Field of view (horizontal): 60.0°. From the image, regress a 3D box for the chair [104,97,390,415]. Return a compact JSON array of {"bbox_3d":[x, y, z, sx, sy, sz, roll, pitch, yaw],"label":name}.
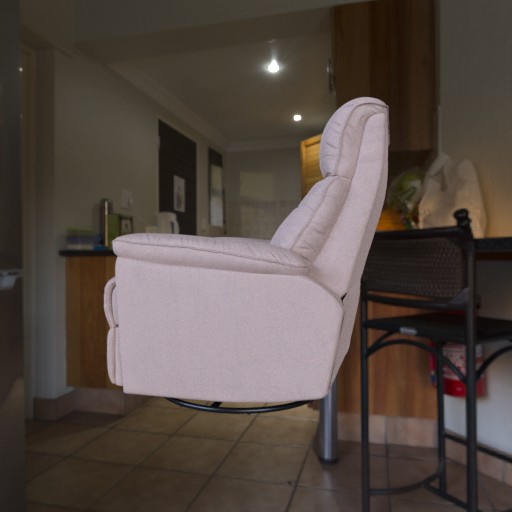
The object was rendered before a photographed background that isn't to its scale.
[{"bbox_3d":[0.000,0.000,1.751,1.004,1.037,0.820,0,1,17],"label":"chair"}]
